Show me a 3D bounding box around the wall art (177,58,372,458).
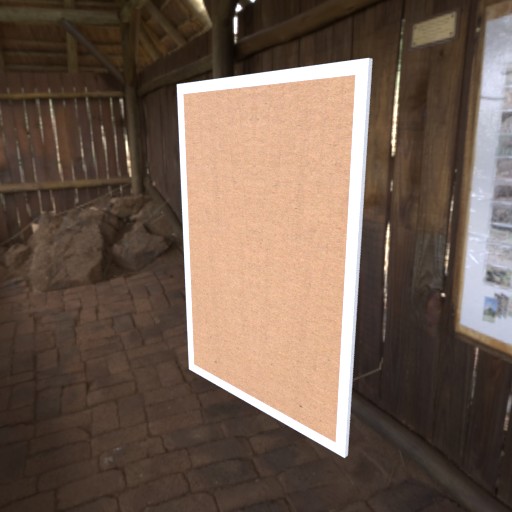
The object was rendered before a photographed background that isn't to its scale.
[{"bbox_3d":[0.000,0.000,1.261,0.660,0.965,0.015,14,20,42],"label":"wall art"}]
